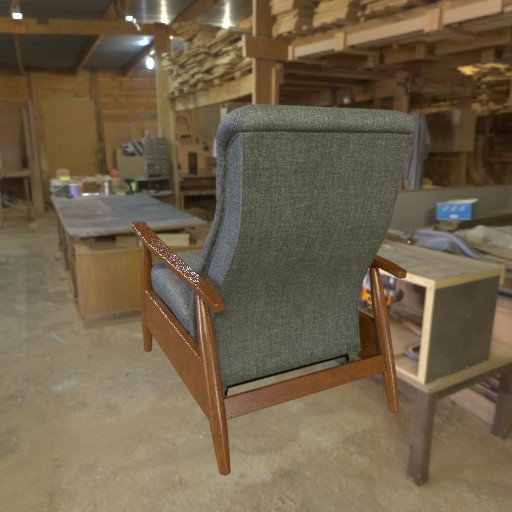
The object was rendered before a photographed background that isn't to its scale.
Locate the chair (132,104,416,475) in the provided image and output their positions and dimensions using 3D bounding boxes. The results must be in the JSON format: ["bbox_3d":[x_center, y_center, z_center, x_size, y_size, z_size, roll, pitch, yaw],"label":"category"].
[{"bbox_3d":[0.000,0.000,1.791,0.762,1.082,1.030,-7,16,-27],"label":"chair"}]
